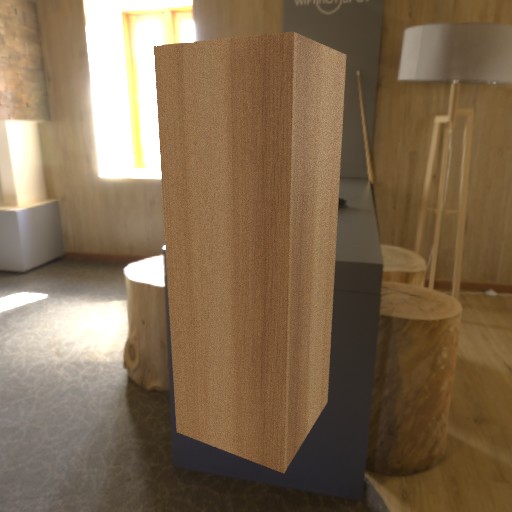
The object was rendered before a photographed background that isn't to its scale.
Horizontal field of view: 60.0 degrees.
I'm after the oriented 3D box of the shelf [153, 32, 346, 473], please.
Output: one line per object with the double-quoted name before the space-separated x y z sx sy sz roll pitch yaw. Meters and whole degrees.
"shelf" 0.000 0.000 1.026 0.290 0.872 0.290 9 19 26
